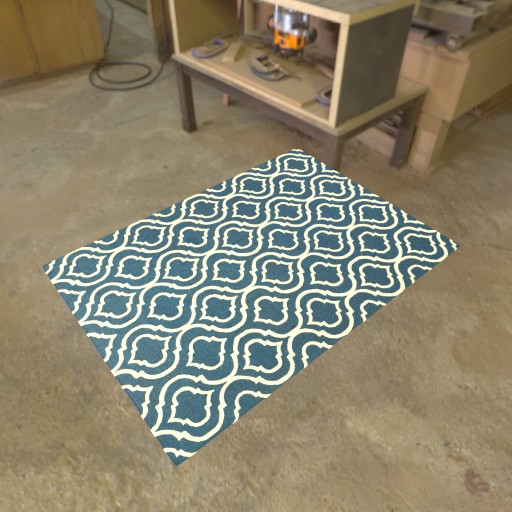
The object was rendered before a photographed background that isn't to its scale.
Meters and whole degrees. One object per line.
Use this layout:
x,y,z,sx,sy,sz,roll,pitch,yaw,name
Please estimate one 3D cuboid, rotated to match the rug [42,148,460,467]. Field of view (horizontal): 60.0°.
0.000,0.000,2.768,2.134,0.010,1.524,-30,52,-27,rug
